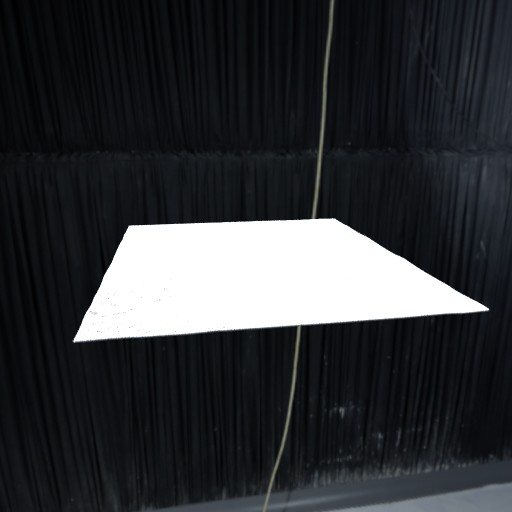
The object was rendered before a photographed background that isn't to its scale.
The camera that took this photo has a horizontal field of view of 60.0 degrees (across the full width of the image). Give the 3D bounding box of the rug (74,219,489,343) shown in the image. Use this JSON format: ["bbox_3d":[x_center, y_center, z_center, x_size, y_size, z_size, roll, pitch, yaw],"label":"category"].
[{"bbox_3d":[0.000,0.000,0.870,0.548,0.006,0.639,-3,16,-9],"label":"rug"}]
